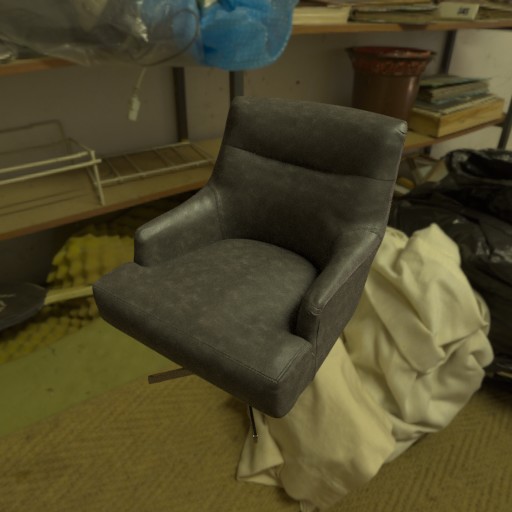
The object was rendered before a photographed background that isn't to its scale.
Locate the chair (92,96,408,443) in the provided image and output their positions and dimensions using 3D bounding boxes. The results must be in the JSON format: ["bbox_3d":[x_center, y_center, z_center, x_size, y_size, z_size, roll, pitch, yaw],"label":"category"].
[{"bbox_3d":[0.000,0.000,1.512,0.738,0.870,0.874,20,36,30],"label":"chair"}]
